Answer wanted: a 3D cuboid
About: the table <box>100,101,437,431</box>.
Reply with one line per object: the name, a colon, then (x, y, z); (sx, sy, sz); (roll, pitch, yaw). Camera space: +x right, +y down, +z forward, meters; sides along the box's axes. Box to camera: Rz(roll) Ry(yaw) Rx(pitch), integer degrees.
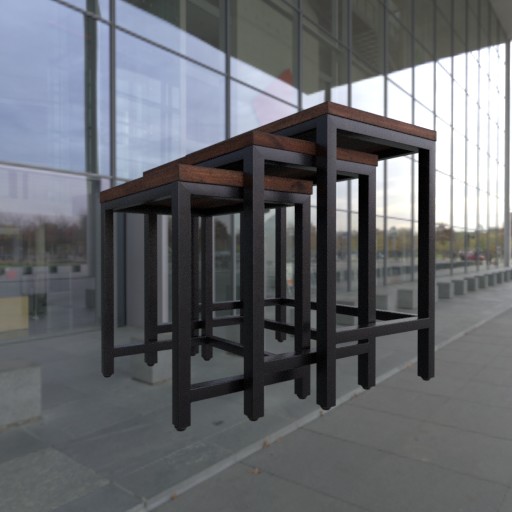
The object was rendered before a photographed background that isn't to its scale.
table: (0.000, 0.000, 1.145); (0.660, 0.616, 0.608); (0, 1, -36)
